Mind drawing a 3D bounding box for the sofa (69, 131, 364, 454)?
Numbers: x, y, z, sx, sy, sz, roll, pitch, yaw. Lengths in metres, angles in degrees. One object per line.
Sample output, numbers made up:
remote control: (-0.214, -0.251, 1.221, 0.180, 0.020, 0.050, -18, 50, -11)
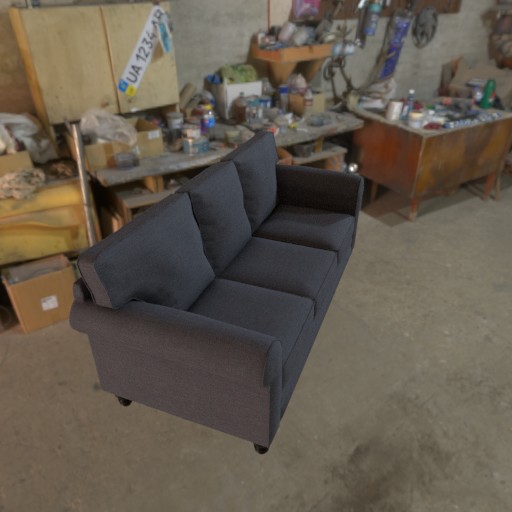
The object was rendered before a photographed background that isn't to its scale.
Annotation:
sofa: (0.000, 0.000, 2.634, 0.909, 0.966, 2.084, 11, 32, 18)
